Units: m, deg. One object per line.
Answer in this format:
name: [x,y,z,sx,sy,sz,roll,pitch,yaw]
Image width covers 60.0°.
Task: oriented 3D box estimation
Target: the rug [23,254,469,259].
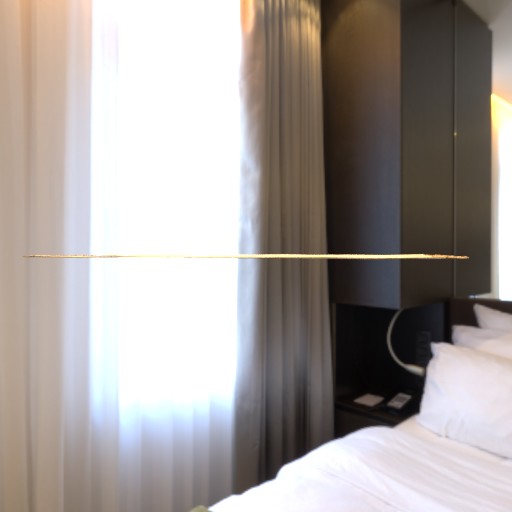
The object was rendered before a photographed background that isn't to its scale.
rug: [0.000,0.000,2.309,1.861,0.017,1.218,0,1,17]
